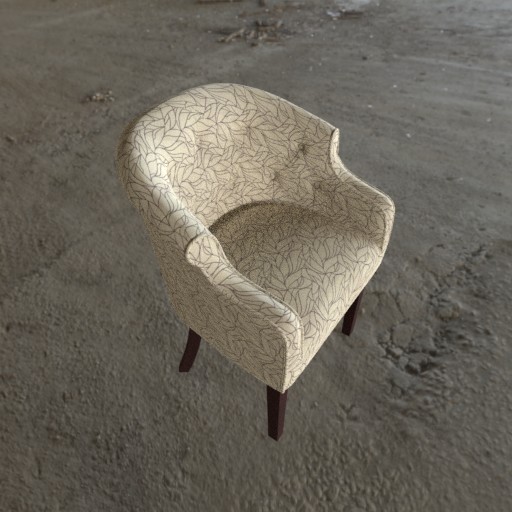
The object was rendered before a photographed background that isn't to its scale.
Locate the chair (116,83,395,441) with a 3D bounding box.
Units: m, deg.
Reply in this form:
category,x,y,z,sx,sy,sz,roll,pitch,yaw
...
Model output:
category,x,y,z,sx,sy,sz,roll,pitch,yaw
chair,0.000,0.000,1.335,0.613,0.858,0.686,25,47,26
